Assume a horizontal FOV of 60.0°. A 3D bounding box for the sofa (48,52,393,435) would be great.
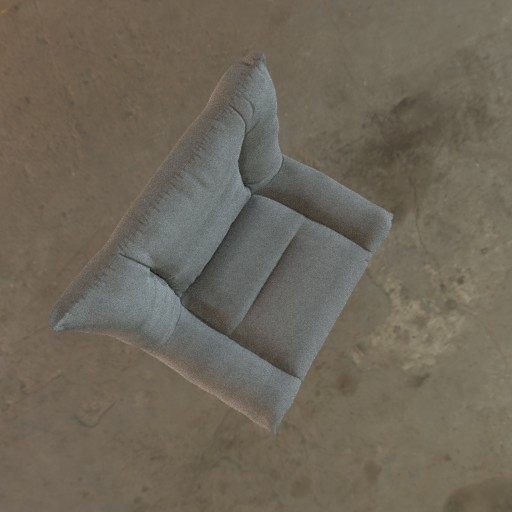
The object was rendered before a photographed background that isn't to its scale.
[{"bbox_3d":[0.000,0.000,1.709,0.847,0.795,1.144,31,77,8],"label":"sofa"}]
